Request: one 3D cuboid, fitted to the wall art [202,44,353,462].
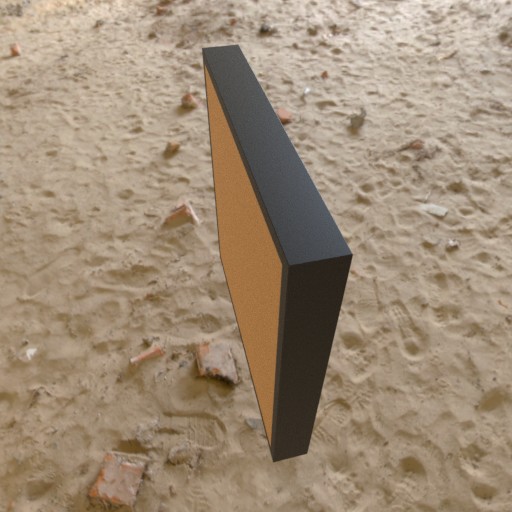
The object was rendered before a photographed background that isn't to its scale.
[{"bbox_3d":[0.000,0.000,0.455,0.038,0.304,0.304,-10,47,-9],"label":"wall art"}]
